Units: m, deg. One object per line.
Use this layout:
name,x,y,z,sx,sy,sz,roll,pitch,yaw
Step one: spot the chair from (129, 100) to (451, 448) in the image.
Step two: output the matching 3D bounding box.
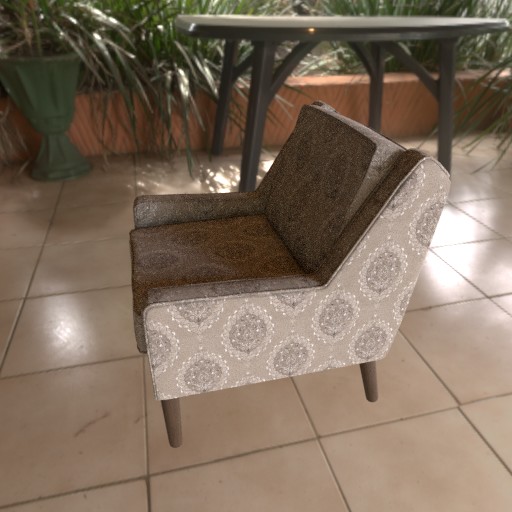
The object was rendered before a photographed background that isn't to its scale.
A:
chair,0.000,0.000,1.351,0.750,0.797,0.665,-8,31,-13
